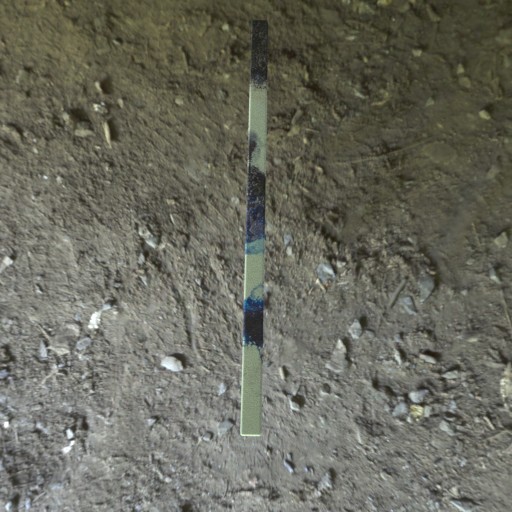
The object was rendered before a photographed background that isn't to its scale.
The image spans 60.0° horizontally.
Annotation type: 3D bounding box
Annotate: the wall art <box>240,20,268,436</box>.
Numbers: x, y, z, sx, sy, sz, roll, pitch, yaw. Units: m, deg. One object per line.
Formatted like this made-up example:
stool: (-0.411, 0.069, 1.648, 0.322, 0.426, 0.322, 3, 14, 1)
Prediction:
wall art: (0.000, 0.000, 1.329, 0.038, 0.885, 0.887, 1, 76, 0)
